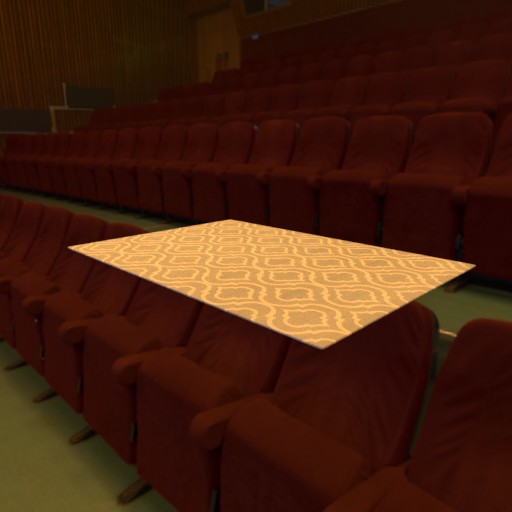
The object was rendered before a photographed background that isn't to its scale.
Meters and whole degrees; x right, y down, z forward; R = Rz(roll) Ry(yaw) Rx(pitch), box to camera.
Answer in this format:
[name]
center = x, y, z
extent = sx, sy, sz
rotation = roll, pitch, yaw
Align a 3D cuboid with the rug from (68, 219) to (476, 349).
[rug]
center = 0.000, 0.000, 2.724
extent = 2.080, 0.010, 1.451
rotation = 14, 20, 43
